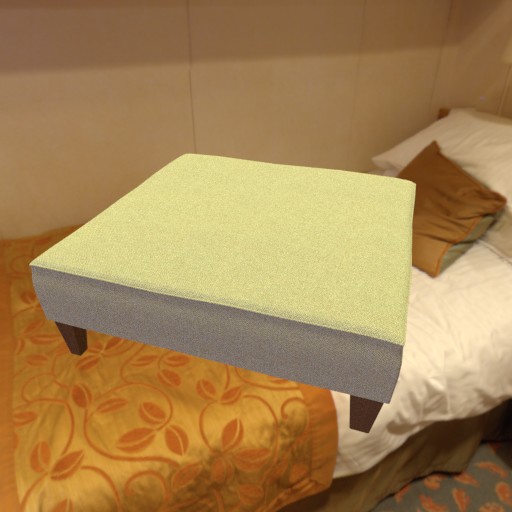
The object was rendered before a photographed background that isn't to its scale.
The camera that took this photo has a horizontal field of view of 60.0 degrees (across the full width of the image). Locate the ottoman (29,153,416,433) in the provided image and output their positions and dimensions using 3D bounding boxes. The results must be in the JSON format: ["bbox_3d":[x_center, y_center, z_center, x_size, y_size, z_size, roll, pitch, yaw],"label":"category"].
[{"bbox_3d":[0.000,0.000,1.542,1.004,0.379,0.968,10,33,16],"label":"ottoman"}]
